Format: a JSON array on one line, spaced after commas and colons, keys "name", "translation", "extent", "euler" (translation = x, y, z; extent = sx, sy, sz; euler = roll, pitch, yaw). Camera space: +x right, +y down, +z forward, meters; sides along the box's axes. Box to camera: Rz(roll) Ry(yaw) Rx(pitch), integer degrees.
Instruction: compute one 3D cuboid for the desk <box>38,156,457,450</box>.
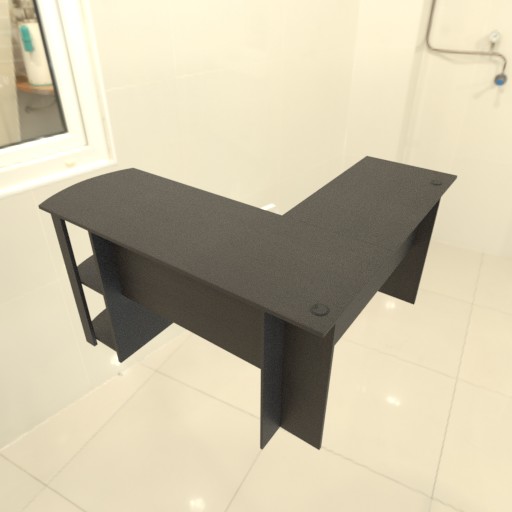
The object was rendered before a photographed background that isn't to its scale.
[{"name": "desk", "translation": [0.000, 0.000, 2.130], "extent": [1.361, 0.716, 1.303], "euler": [21, 38, 29]}]
